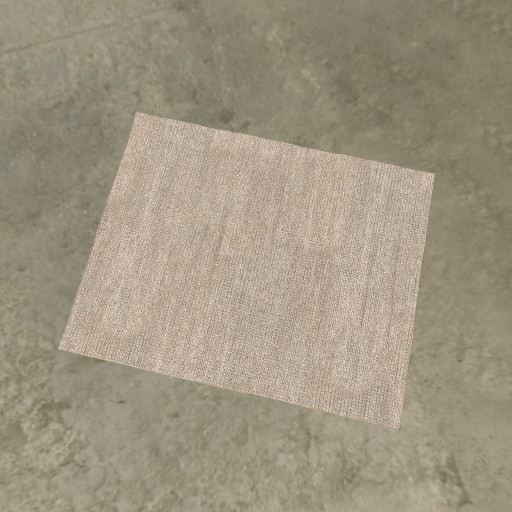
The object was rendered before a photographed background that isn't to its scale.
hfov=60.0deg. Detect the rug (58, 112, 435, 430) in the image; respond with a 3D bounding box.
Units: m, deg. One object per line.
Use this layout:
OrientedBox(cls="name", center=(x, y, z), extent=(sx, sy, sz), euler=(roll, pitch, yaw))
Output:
OrientedBox(cls="rug", center=(0.000, 0.000, 4.123), extent=(3.052, 0.030, 2.429), euler=(12, 76, 3))
